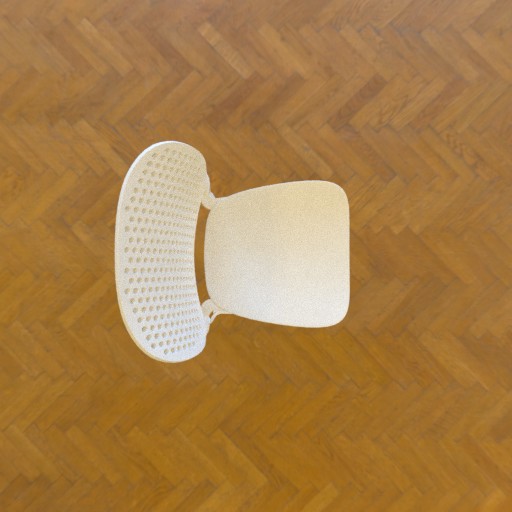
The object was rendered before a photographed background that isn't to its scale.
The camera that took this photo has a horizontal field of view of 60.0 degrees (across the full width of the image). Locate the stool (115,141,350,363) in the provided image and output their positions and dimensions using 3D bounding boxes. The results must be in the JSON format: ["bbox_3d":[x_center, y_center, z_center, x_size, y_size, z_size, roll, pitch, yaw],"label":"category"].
[{"bbox_3d":[0.000,0.000,1.369,0.535,1.045,0.536,0,89,1],"label":"stool"}]
